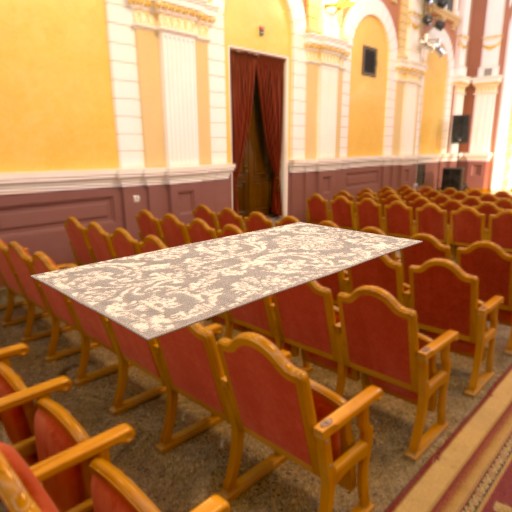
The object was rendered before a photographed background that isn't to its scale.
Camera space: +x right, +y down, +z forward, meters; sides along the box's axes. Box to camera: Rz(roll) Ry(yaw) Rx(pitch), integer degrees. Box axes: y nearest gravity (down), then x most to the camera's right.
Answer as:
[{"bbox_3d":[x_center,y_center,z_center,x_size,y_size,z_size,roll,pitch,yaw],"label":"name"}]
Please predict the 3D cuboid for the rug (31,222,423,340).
[{"bbox_3d":[0.000,0.000,1.479,0.604,0.007,1.219,14,20,42],"label":"rug"}]
